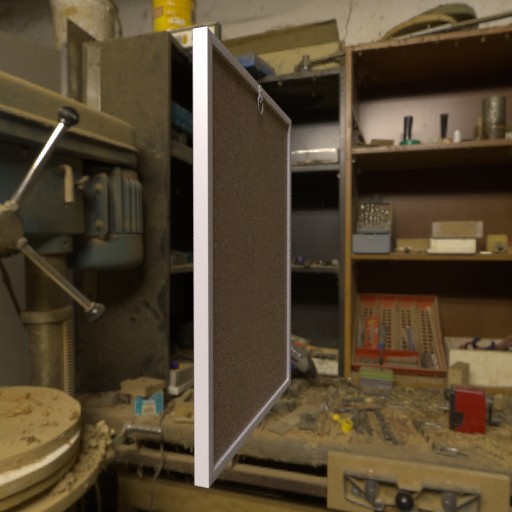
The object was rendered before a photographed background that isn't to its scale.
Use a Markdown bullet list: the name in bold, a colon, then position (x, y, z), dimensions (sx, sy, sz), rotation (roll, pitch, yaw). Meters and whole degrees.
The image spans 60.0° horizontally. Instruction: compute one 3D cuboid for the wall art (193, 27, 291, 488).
- **wall art**: position (0.000, 0.000, 1.400), dimensions (0.042, 1.056, 0.805), rotation (1, 2, 18)
